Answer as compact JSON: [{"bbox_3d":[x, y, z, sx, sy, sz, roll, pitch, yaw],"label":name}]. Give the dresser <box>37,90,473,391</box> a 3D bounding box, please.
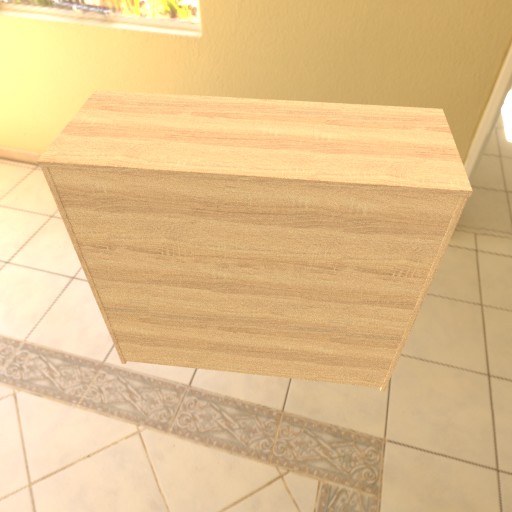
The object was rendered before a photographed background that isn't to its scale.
[{"bbox_3d":[0.000,0.000,1.443,0.980,0.900,0.380,5,46,5],"label":"dresser"}]
